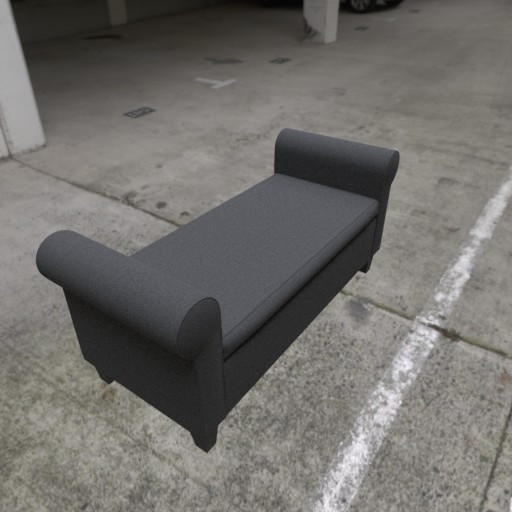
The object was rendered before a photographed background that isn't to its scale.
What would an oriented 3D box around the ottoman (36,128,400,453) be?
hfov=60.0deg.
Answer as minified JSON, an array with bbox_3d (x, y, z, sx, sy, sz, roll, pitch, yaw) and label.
[{"bbox_3d":[0.000,0.000,1.564,0.521,0.547,1.256,21,38,29],"label":"ottoman"}]
